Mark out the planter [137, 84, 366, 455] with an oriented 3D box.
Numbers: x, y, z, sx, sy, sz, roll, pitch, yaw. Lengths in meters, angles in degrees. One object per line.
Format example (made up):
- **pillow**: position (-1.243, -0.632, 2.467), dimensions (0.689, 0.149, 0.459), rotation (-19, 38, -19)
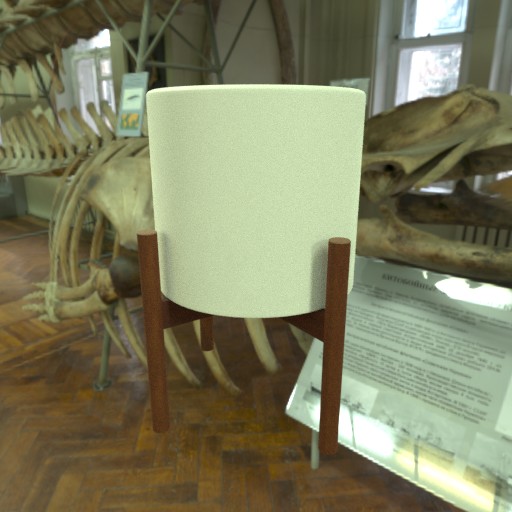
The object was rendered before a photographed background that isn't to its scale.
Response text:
- **planter**: position (0.000, 0.000, 0.515), dimensions (0.224, 0.358, 0.224), rotation (3, 17, 10)
